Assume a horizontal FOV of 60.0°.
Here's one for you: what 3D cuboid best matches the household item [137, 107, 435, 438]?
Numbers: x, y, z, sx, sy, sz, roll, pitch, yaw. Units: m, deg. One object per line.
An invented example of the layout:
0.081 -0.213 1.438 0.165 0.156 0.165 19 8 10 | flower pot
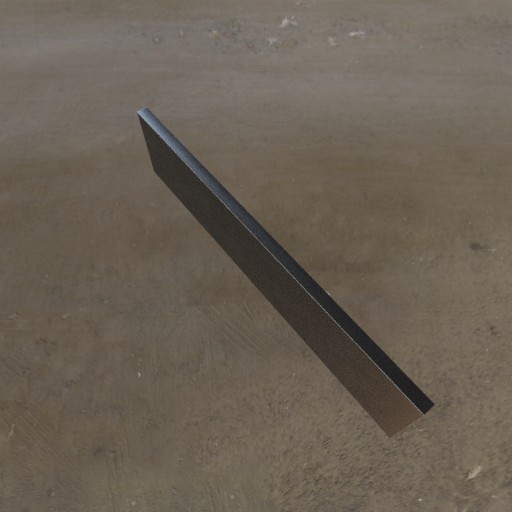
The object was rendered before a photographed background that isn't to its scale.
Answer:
0.000 0.000 1.095 0.030 0.236 1.001 -34 64 -19 | household item
